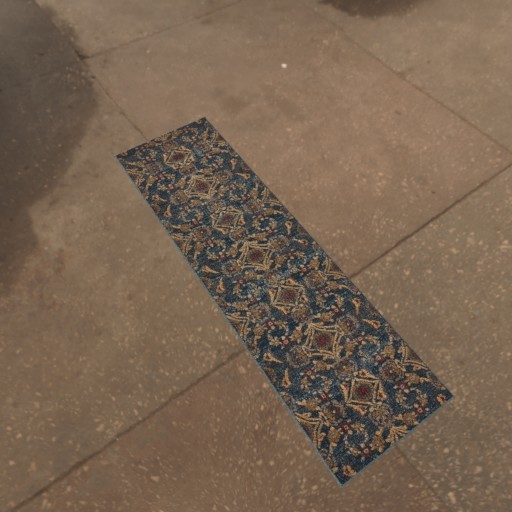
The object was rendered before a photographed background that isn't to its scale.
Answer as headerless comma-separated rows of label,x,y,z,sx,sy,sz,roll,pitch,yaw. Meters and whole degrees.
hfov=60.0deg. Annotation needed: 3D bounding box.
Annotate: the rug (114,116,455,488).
rug,0.000,0.000,2.450,0.685,0.014,2.292,-29,62,-17
